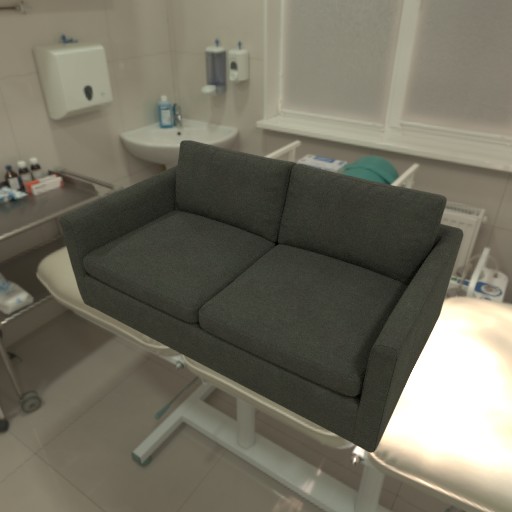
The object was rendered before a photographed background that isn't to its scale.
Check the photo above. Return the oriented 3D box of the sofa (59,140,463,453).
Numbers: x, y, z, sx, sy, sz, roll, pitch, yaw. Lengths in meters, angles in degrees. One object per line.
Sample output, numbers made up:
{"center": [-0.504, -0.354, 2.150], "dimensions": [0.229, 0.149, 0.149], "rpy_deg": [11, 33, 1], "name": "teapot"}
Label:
{"center": [0.000, 0.000, 2.480], "dimensions": [1.909, 0.845, 1.091], "rpy_deg": [19, 36, 28], "name": "sofa"}
